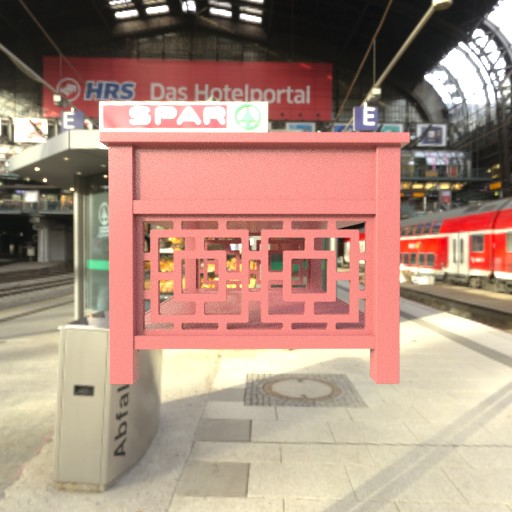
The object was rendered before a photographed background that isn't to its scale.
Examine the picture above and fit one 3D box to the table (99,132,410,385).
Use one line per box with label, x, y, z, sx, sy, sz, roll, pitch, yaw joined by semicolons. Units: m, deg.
table;0.000;0.000;1.391;0.612;0.493;1.068;0;1;-1
